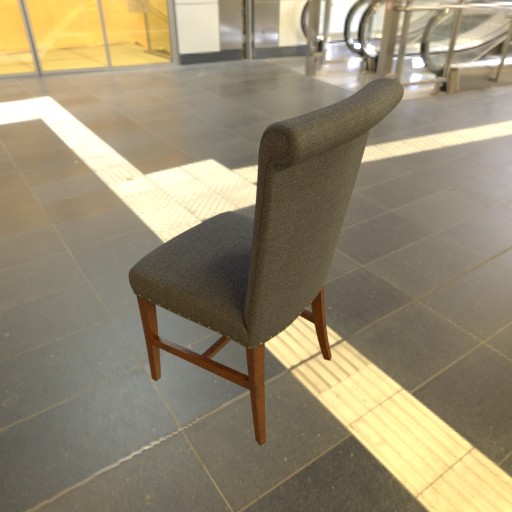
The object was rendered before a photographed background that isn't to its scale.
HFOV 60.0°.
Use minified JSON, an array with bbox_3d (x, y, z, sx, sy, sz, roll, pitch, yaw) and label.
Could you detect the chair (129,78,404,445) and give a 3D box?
[{"bbox_3d":[0.000,0.000,1.326,0.608,0.988,0.513,22,39,29],"label":"chair"}]
